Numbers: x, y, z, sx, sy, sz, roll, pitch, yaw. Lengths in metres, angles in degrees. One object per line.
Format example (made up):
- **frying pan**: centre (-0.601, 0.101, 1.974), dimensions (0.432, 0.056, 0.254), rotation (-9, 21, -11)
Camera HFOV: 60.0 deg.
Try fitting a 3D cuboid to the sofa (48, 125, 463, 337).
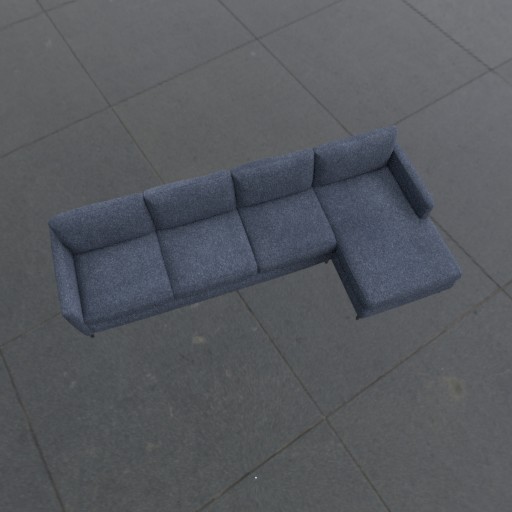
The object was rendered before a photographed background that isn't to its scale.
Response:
- **sofa**: centre (0.000, 0.000, 3.453), dimensions (2.932, 0.810, 1.350), rotation (-17, 65, -8)
